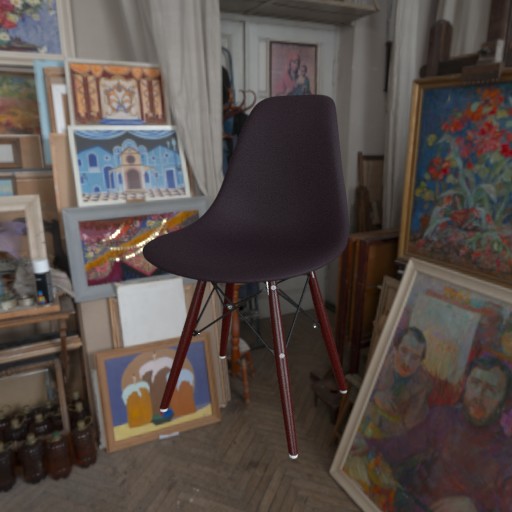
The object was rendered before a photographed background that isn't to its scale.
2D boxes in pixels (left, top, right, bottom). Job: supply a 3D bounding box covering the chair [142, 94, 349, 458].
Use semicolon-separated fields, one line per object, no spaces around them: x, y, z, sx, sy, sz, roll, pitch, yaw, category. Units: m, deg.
0.000;0.000;1.152;0.470;0.826;0.533;8;17;26;chair
